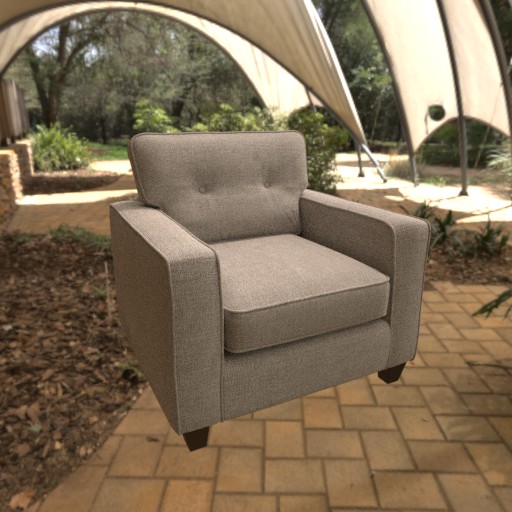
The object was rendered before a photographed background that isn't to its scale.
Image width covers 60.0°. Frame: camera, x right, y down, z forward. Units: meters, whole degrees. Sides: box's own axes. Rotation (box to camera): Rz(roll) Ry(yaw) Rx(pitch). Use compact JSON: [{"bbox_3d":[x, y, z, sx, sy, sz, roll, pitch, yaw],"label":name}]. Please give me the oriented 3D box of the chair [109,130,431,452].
[{"bbox_3d":[0.000,0.000,1.813,1.015,0.965,0.939,-9,20,-26],"label":"chair"}]
